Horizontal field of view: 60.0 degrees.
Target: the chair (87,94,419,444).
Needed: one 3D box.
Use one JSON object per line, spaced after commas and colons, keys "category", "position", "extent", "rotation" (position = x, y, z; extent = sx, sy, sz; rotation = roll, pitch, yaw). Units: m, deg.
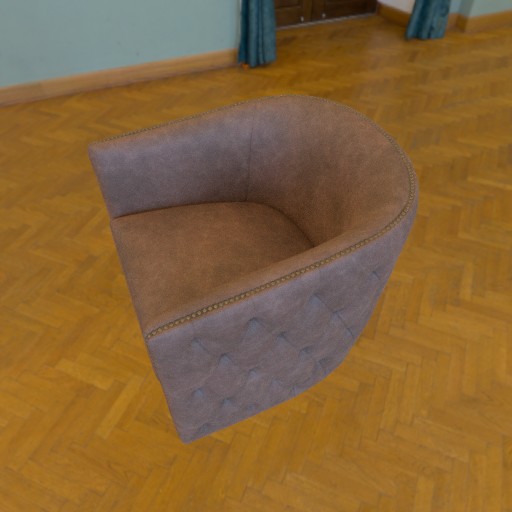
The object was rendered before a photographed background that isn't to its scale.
{"category": "chair", "position": [0.000, 0.000, 1.528], "extent": [0.870, 0.790, 0.850], "rotation": [-17, 49, -16]}
